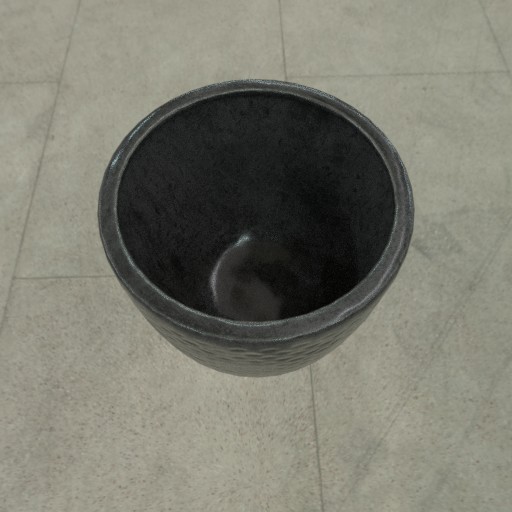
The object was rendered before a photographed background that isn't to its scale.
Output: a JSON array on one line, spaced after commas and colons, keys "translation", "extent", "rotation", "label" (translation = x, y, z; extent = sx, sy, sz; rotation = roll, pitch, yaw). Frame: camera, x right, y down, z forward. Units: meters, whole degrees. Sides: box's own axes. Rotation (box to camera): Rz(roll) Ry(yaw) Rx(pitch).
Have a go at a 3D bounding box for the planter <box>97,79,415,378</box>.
[{"translation": [0.000, 0.000, 0.310], "extent": [0.172, 0.160, 0.172], "rotation": [0, 63, 0], "label": "planter"}]
